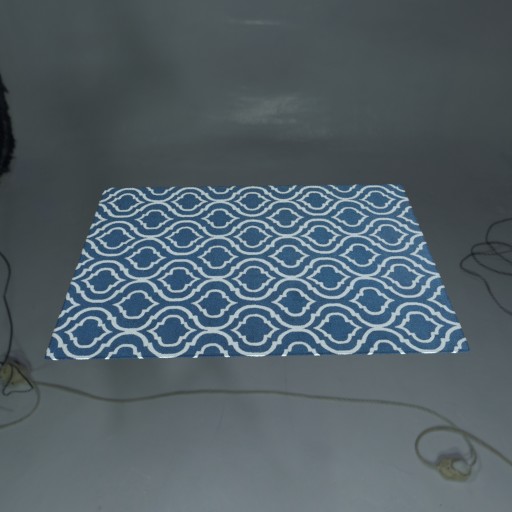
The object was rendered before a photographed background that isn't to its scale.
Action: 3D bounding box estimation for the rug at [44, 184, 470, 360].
[{"bbox_3d":[0.000,0.000,2.216,1.753,0.010,1.143,-1,46,-1],"label":"rug"}]
